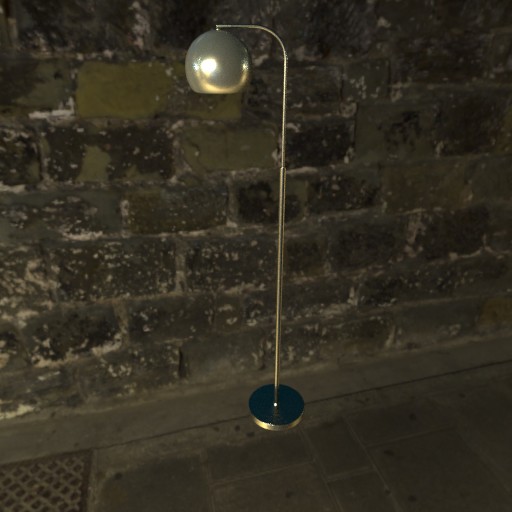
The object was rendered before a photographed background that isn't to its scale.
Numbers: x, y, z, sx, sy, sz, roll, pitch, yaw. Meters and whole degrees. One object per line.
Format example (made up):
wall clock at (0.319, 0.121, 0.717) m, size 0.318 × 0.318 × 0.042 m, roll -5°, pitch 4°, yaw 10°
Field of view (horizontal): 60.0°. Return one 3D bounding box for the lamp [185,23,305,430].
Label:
lamp at (0.000, 0.000, 1.642) m, size 0.431 × 1.526 × 0.250 m, roll 0°, pitch 26°, yaw -1°
